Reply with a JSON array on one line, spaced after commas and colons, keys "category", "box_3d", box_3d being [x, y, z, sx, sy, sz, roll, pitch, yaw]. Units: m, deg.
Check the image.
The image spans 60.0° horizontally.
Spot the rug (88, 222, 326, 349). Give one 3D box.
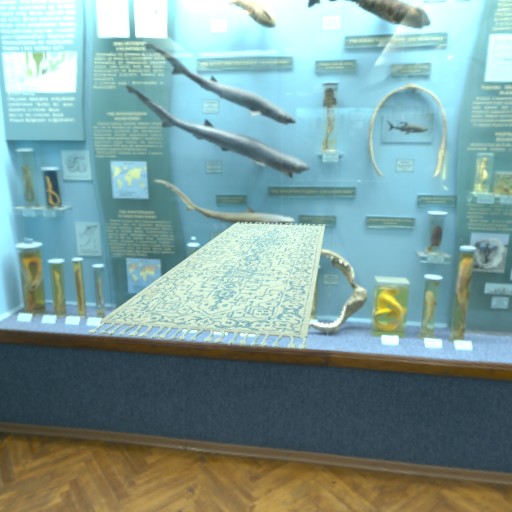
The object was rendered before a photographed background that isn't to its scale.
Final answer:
[{"category": "rug", "box_3d": [0.000, 0.000, 2.641, 0.774, 0.011, 2.449, 2, 14, 10]}]
